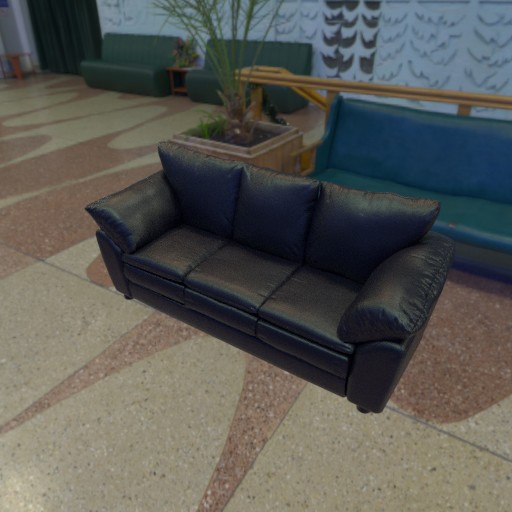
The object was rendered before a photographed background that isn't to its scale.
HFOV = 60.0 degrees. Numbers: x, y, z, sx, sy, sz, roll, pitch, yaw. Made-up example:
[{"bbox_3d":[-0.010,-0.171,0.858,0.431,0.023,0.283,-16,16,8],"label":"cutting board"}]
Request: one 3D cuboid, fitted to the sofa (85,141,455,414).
[{"bbox_3d":[0.000,0.000,2.943,2.336,1.073,0.880,19,35,29],"label":"sofa"}]
